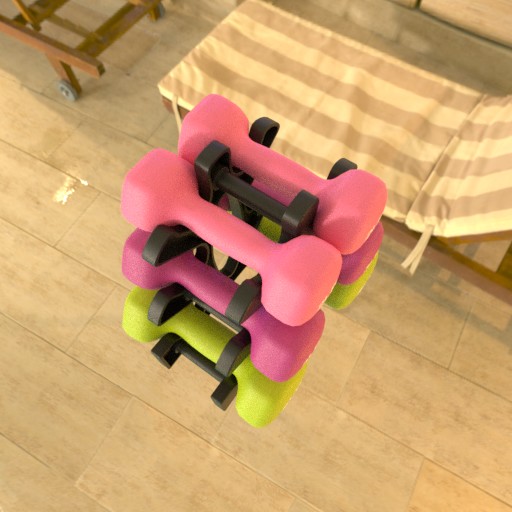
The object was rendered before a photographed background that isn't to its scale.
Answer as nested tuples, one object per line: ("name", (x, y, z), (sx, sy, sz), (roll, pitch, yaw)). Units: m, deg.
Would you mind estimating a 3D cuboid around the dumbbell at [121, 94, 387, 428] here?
("dumbbell", (0.000, 0.000, 0.442), (0.203, 0.261, 0.257), (32, 68, 15))
